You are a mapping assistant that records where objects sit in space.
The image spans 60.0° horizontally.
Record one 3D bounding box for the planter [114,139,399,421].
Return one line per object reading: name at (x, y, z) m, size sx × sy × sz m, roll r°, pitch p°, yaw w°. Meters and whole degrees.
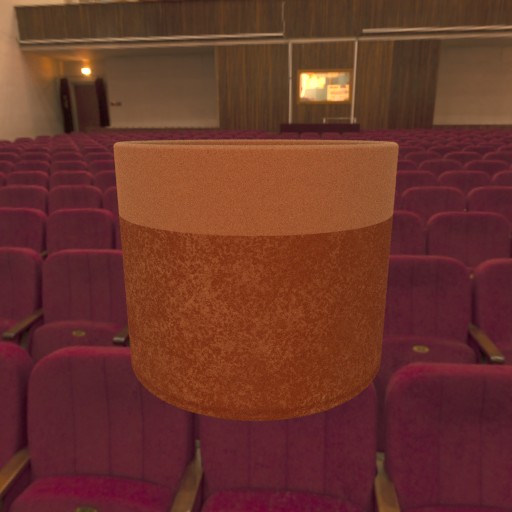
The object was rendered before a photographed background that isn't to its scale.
planter at (0.000, 0.000, 0.276) m, size 0.159 × 0.138 × 0.159 m, roll 0°, pitch 16°, yaw 0°
